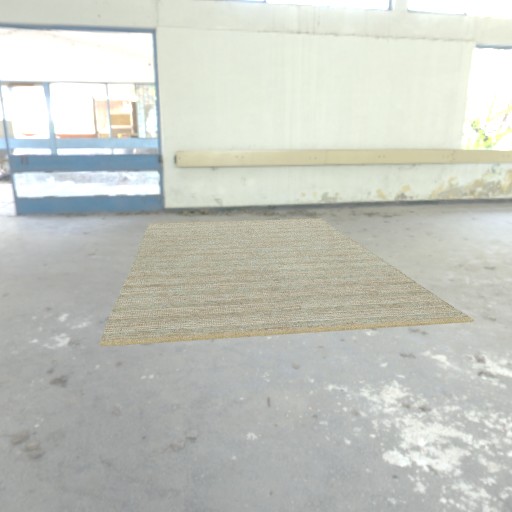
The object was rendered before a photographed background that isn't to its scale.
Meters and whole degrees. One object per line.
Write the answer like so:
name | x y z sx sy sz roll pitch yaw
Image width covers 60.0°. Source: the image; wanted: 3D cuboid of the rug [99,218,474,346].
rug | 0.000 0.000 2.294 1.240 0.010 1.824 -2 16 -8
